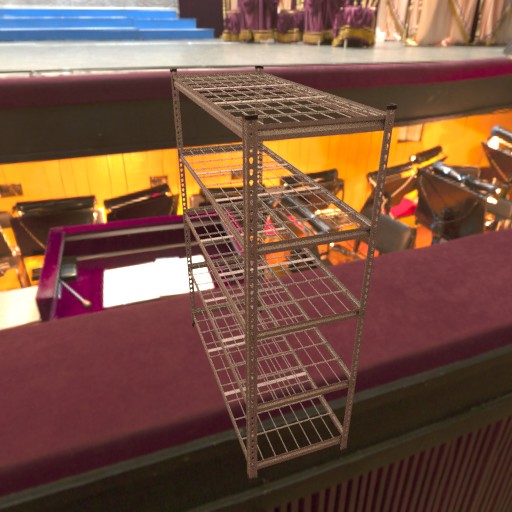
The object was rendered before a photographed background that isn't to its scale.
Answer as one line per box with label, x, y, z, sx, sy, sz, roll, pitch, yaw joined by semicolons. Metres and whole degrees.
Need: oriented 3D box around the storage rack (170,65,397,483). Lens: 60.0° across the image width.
storage rack;0.000;0.000;2.695;0.610;1.981;1.524;-10;30;-17
